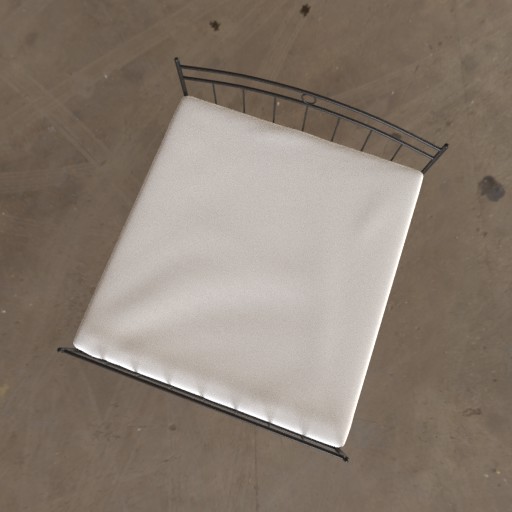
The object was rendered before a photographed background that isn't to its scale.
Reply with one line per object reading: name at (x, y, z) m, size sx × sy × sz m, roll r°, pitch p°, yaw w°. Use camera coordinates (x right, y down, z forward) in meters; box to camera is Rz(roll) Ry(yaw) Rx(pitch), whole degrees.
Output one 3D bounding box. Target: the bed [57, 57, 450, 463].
bed at (0.000, 0.000, 3.023) m, size 1.880 × 0.940 × 2.040 m, roll 19°, pitch 77°, yaw 4°
